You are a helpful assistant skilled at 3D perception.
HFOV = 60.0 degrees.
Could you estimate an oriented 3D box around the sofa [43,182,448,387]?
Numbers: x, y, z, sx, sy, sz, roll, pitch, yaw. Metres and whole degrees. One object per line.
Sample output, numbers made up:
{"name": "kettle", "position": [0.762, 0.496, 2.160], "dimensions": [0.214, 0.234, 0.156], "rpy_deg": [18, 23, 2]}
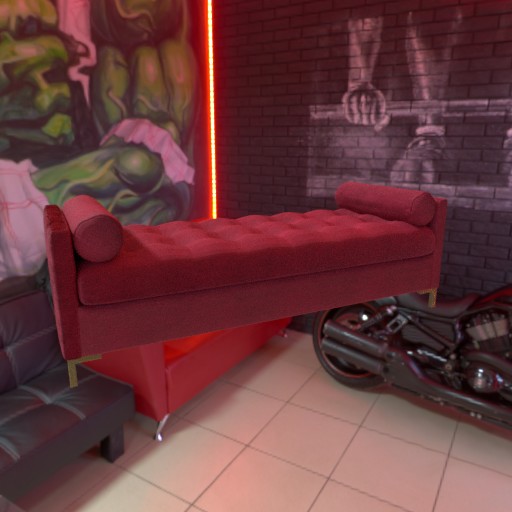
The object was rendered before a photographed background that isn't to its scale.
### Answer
{"name": "sofa", "position": [0.000, 0.000, 2.481], "dimensions": [2.102, 0.705, 0.796], "rpy_deg": [-7, 16, -25]}
